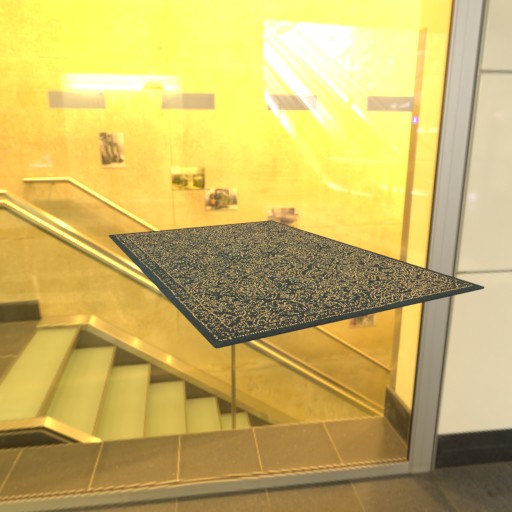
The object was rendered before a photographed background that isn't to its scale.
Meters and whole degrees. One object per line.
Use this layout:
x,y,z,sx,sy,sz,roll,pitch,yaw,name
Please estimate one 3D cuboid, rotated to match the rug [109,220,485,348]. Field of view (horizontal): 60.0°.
0.000,0.000,2.370,1.219,0.010,1.829,-7,16,-26,rug
